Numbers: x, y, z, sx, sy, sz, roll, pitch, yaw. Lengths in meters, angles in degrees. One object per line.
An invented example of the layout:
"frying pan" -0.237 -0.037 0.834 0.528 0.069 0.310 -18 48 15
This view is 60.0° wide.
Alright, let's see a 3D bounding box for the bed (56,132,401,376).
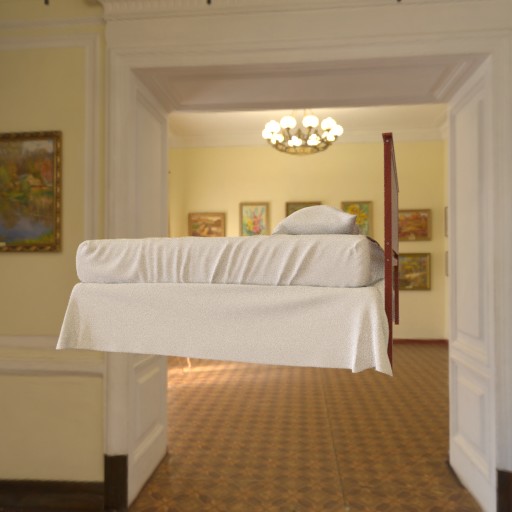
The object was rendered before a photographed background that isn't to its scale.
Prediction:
"bed" 0.000 0.000 3.621 2.219 1.271 2.314 0 -1 19
